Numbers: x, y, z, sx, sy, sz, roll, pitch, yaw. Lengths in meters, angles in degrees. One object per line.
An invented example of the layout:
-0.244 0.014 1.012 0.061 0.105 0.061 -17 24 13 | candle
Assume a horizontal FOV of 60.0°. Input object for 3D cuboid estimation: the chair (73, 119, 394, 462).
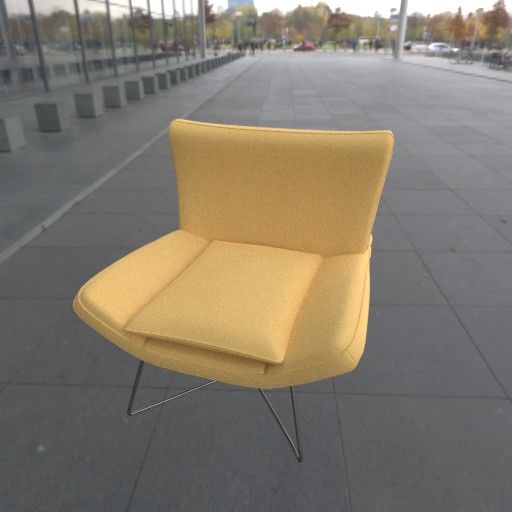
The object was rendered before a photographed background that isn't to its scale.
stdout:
0.000 0.000 1.608 0.859 0.855 1.008 8 27 16 | chair
